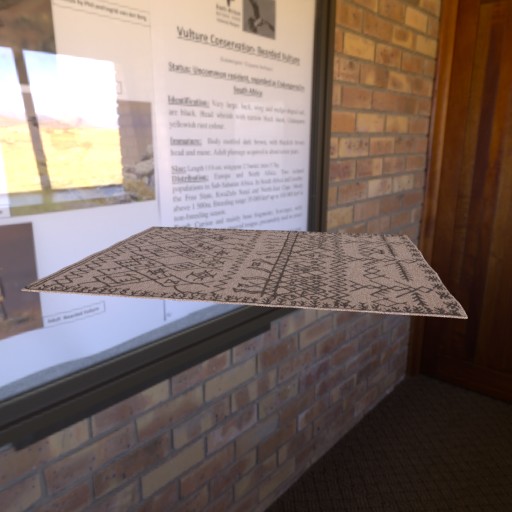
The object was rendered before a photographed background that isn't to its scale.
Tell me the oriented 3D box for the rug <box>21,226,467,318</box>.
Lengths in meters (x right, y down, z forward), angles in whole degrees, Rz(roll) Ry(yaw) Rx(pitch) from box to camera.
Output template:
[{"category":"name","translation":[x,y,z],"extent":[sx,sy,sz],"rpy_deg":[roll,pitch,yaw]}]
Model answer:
[{"category":"rug","translation":[0.000,0.000,3.292],"extent":[2.455,0.025,1.964],"rpy_deg":[3,15,9]}]
